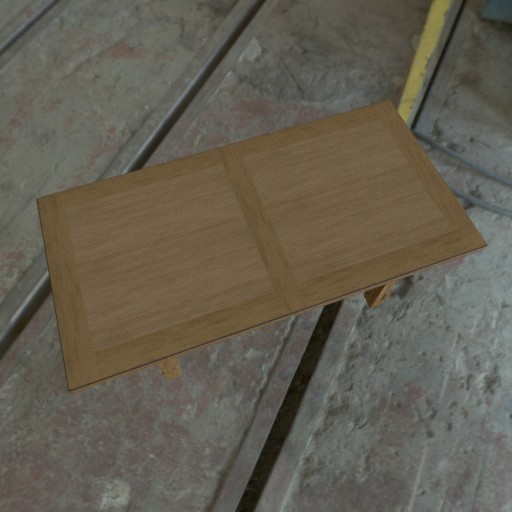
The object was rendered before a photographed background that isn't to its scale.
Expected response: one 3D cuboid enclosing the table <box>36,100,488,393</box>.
[{"bbox_3d":[0.000,0.000,2.498,1.982,0.762,1.000,-18,65,-9],"label":"table"}]
